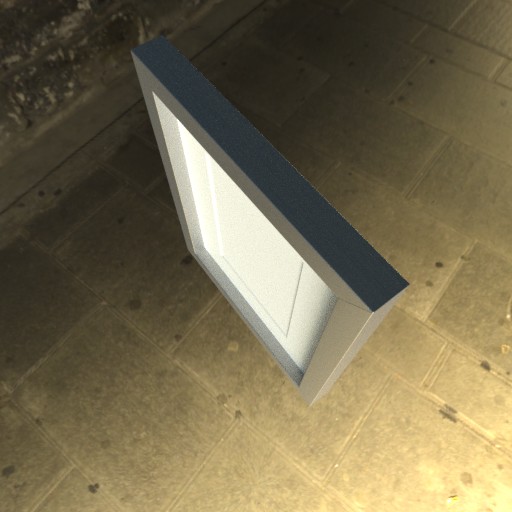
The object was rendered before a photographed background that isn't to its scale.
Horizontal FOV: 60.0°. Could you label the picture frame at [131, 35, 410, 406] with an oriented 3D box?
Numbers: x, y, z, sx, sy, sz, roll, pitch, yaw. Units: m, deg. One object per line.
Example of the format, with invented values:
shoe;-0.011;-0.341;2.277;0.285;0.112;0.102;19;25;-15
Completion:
picture frame;0.000;0.000;0.384;0.036;0.282;0.233;-34;68;-16
